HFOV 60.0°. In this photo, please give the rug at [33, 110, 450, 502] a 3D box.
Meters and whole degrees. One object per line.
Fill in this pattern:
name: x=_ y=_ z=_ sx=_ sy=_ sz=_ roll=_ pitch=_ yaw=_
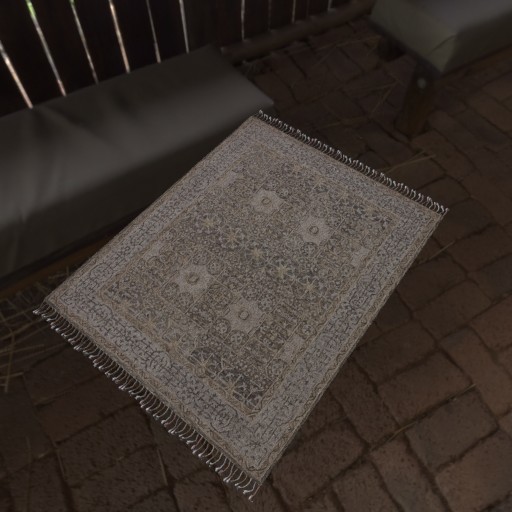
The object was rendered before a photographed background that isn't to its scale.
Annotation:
rug: x=0.000 y=0.000 z=4.177 sx=2.431 sy=0.017 sz=3.291 roll=33 pitch=64 yaw=19
